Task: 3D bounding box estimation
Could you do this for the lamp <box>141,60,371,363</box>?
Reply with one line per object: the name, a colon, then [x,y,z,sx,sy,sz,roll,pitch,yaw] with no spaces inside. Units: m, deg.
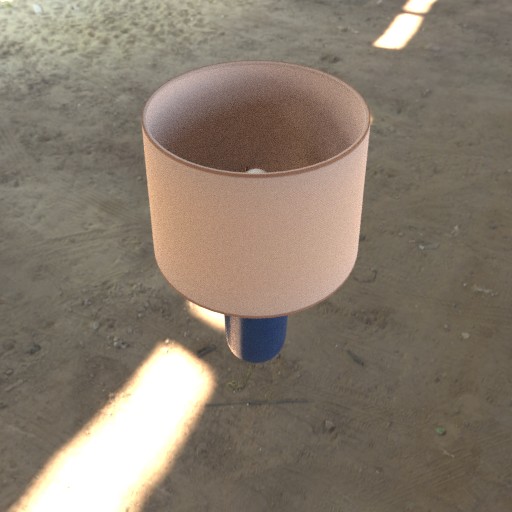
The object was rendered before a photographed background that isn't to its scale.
lamp: [0.000,0.000,0.847,0.367,0.609,0.367,0,46,0]
